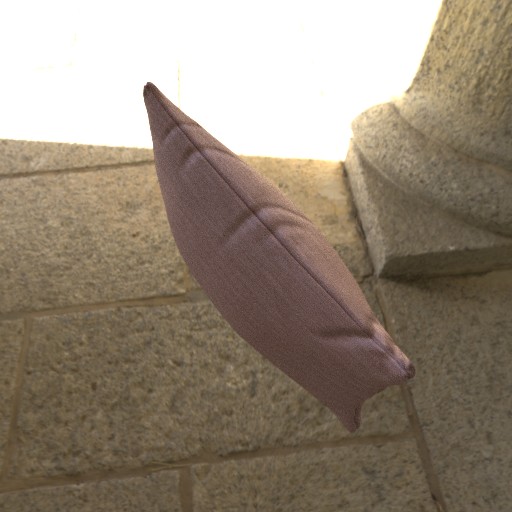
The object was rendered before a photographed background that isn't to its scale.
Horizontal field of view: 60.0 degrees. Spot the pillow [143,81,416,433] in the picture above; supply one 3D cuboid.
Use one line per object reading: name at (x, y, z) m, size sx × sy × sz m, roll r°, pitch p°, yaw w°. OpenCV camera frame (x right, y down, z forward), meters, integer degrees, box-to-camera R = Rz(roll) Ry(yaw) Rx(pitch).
pillow at (0.000, 0.000, 0.777) m, size 0.210 × 0.338 × 0.633 m, roll -32°, pitch 64°, yaw -18°
